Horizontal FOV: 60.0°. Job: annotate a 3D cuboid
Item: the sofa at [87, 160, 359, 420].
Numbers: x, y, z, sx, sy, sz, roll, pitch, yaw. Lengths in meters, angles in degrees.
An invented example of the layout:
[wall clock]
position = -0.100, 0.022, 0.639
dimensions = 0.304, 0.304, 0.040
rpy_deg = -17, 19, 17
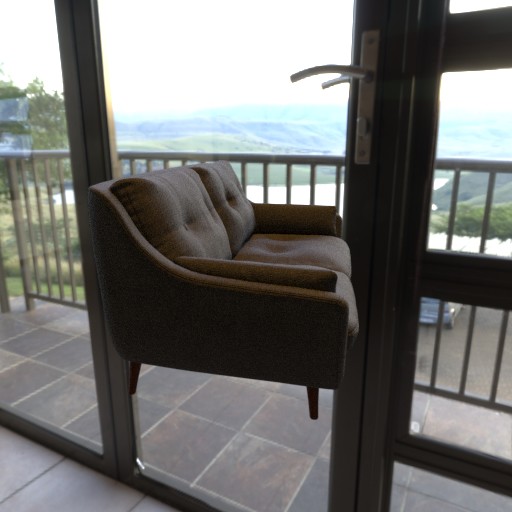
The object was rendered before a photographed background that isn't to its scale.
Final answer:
[sofa]
position = 0.000, 0.000, 2.248
dimensions = 0.976, 0.887, 1.646
rpy_deg = 3, 15, 10
